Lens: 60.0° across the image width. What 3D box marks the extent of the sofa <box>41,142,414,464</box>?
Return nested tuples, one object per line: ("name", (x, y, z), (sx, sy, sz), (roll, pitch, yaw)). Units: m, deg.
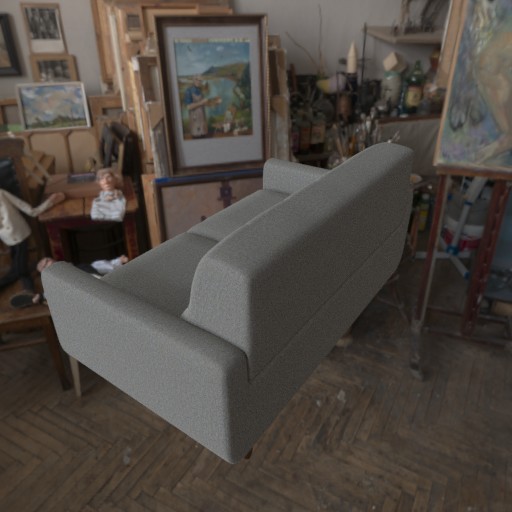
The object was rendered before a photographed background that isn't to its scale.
("sofa", (0.000, 0.000, 2.150), (0.952, 0.925, 1.651), (20, 37, 30))
